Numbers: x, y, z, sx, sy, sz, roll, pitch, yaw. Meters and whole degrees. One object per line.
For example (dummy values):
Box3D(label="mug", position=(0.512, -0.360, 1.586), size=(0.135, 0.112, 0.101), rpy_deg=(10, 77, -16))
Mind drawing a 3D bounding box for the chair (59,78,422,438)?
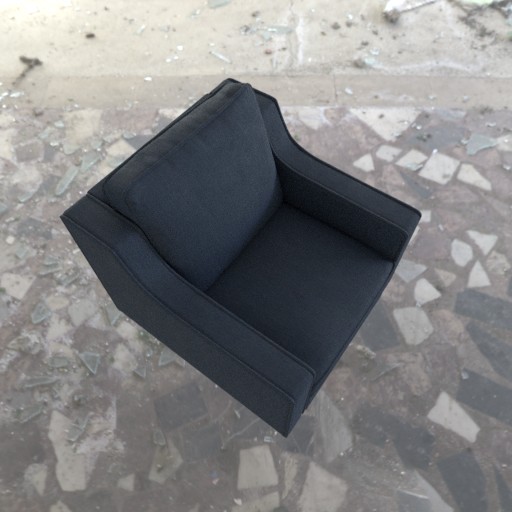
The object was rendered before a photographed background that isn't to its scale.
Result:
Box3D(label="chair", position=(0.000, 0.000, 1.679), size=(0.909, 0.960, 0.831), rpy_deg=(32, 63, 18))
